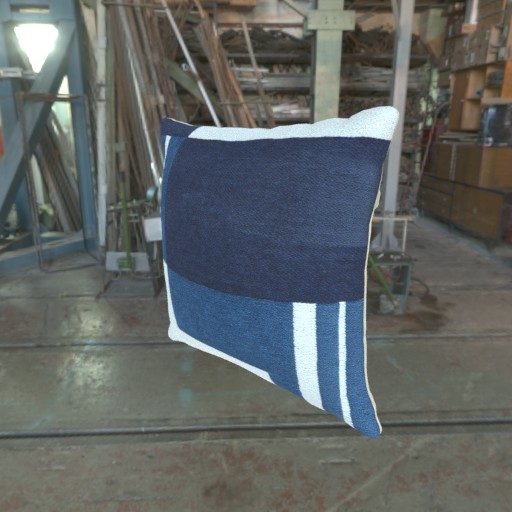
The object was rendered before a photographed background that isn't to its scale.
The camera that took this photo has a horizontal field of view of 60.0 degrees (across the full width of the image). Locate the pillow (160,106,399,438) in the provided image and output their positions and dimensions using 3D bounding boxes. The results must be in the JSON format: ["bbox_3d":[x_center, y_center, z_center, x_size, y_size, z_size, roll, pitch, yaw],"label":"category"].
[{"bbox_3d":[0.000,0.000,0.811,0.536,0.506,0.229,14,21,40],"label":"pillow"}]
